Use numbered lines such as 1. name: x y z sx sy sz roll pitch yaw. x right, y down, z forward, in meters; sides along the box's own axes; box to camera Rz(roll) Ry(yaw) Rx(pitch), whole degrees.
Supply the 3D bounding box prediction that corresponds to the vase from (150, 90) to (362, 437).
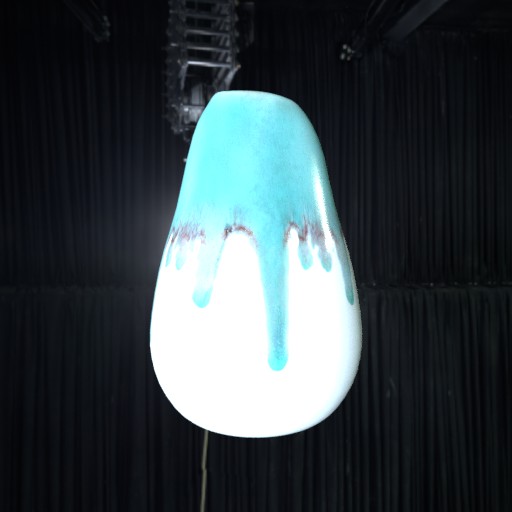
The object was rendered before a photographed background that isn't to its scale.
1. vase: 0.000 0.000 0.250 0.116 0.179 0.116 0 0 0
